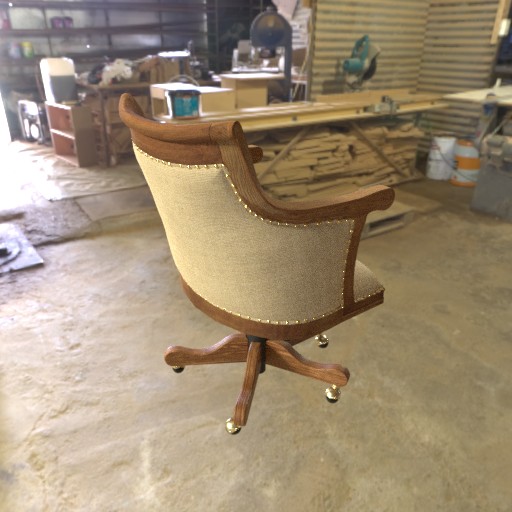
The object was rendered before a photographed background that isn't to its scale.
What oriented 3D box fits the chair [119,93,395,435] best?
[{"bbox_3d":[0.000,0.000,1.420,0.689,0.965,0.656,-17,31,-31],"label":"chair"}]
